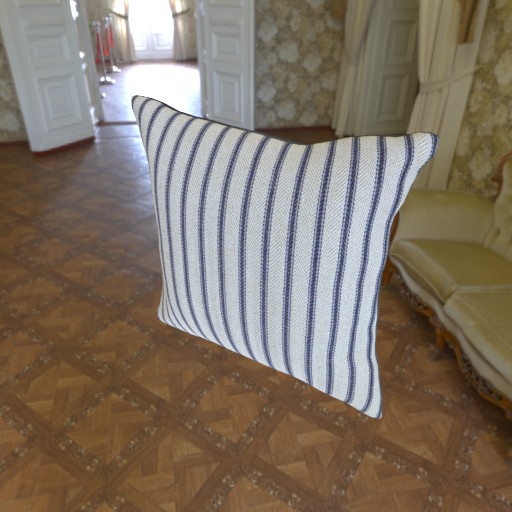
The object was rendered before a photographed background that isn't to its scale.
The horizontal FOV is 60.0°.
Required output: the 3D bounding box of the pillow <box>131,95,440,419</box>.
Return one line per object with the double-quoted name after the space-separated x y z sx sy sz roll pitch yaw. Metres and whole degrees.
0.000 0.000 0.692 0.468 0.444 0.138 18 35 27 "pillow"
